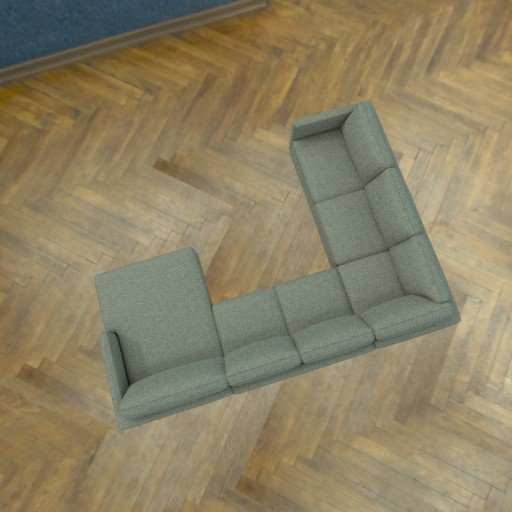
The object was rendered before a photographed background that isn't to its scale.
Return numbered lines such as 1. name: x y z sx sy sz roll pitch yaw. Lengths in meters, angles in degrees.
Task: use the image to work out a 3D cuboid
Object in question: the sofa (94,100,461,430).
1. sofa: 0.000 0.000 4.649 3.403 0.889 2.551 -17 77 -4
